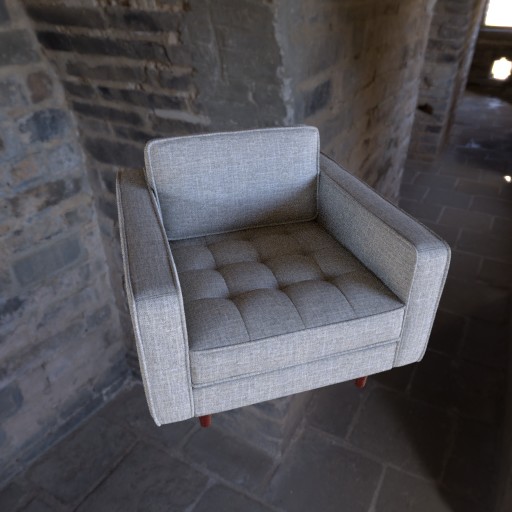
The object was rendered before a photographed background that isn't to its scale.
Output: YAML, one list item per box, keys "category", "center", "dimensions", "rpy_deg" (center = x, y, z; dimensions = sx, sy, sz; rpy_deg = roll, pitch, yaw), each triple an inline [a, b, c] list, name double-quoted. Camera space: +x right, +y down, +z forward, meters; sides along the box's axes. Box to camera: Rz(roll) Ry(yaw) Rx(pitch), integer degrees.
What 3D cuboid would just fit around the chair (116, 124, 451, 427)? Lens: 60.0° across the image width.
- category: "chair"
  center: [0.000, 0.000, 1.571]
  dimensions: [0.889, 0.765, 0.914]
  rpy_deg: [-9, 32, -15]
